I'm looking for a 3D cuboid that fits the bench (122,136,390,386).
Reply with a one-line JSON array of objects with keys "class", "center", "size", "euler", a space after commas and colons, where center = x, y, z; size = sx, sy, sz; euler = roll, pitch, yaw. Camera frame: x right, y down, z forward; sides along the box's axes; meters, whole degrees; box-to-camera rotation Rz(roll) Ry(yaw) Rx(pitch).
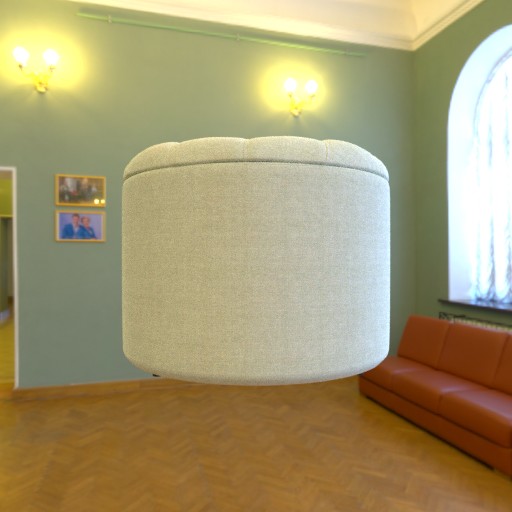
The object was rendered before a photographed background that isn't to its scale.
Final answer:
[{"class": "bench", "center": [0.000, 0.000, 1.036], "size": [0.600, 0.453, 0.600], "euler": [0, 0, 0]}]
